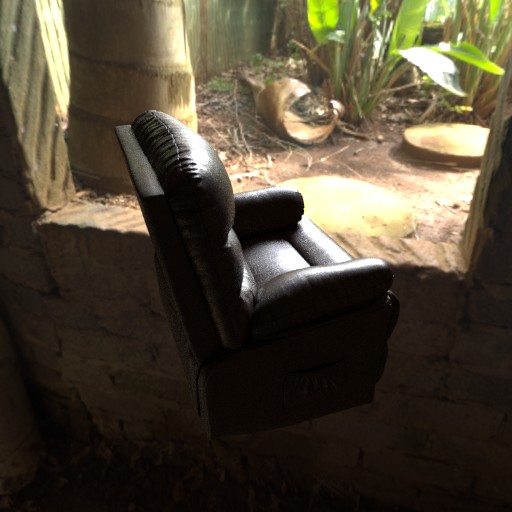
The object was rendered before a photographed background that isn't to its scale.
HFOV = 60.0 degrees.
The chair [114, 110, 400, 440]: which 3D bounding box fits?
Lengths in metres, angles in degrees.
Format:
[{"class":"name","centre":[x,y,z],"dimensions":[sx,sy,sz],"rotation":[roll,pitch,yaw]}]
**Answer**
[{"class":"chair","centre":[0.000,0.000,1.732],"dimensions":[0.879,1.041,0.940],"rotation":[-10,31,-18]}]
